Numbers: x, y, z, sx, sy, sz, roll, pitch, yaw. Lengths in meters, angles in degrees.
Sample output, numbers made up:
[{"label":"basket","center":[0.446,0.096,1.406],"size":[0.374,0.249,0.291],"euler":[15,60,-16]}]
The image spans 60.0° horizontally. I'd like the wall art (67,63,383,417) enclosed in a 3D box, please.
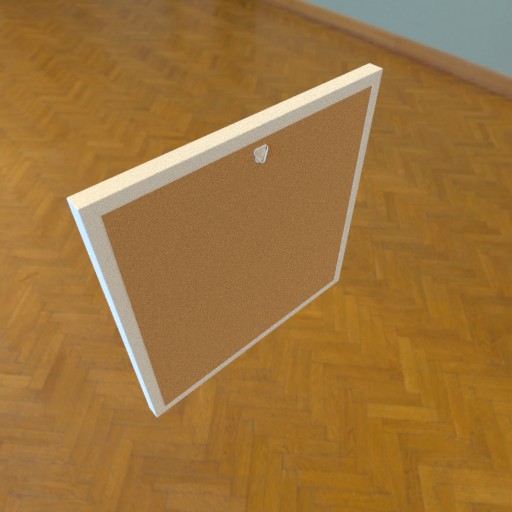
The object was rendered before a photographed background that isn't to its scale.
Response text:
[{"label":"wall art","center":[0.000,0.000,1.142],"size":[0.761,0.762,0.050],"euler":[-33,55,-27]}]
